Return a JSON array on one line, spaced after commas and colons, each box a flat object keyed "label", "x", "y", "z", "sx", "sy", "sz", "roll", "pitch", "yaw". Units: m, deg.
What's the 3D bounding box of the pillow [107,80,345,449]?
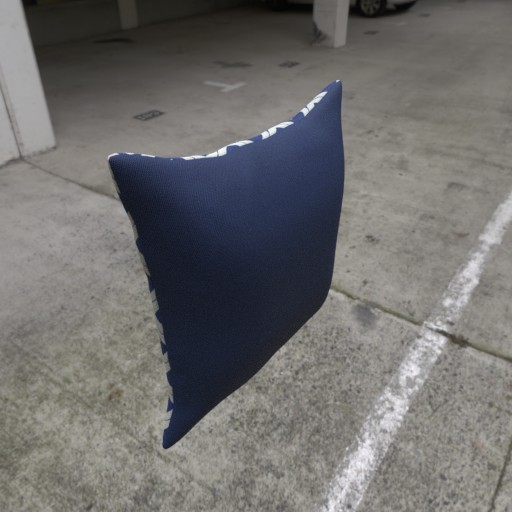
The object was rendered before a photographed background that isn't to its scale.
[{"label": "pillow", "x": 0.000, "y": 0.000, "z": 0.753, "sx": 0.188, "sy": 0.494, "sz": 0.504, "roll": 22, "pitch": 38, "yaw": 30}]
